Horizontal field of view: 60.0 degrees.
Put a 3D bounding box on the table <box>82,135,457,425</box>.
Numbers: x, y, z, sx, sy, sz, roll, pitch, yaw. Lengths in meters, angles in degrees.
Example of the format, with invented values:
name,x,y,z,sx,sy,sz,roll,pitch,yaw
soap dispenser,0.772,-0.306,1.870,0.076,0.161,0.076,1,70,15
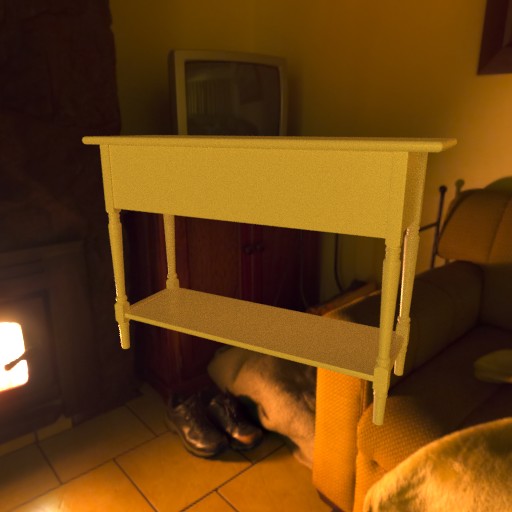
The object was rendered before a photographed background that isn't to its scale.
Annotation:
name,x,y,z,sx,sy,sz,roll,pitch,yaw
table,0.000,0.000,1.574,1.191,0.814,0.386,8,18,27
